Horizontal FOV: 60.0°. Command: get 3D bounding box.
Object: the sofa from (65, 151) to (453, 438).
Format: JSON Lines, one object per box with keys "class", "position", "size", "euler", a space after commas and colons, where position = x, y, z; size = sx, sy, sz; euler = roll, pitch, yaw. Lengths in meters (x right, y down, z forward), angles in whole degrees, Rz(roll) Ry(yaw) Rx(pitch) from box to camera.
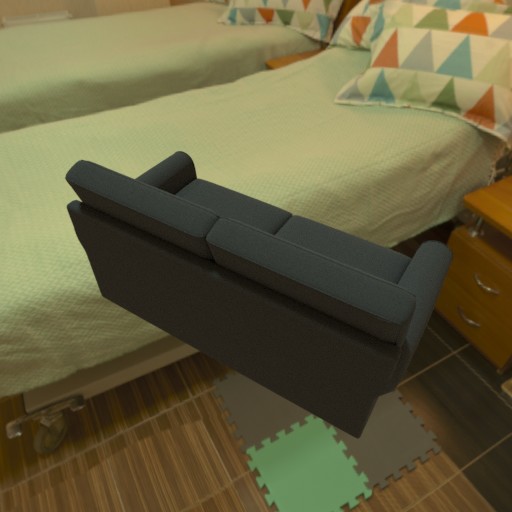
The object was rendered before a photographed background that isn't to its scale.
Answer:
{"class": "sofa", "position": [0.000, 0.000, 2.516], "size": [1.930, 1.020, 0.940], "euler": [23, 49, 22]}
